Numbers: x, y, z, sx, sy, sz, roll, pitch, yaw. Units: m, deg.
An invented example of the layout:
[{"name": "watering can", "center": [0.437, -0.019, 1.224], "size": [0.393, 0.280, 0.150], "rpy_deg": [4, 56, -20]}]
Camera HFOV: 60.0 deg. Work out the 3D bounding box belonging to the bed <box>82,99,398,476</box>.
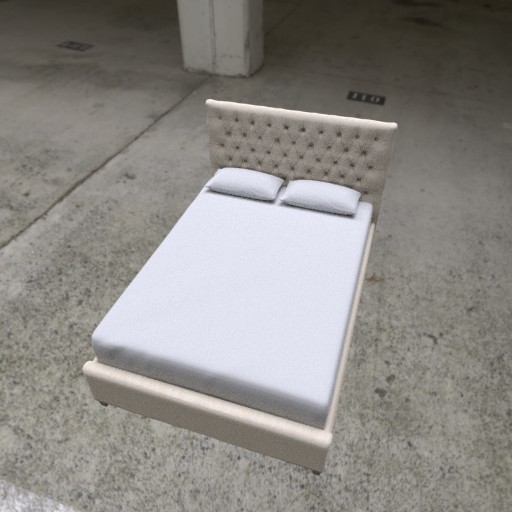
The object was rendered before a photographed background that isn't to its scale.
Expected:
[{"name": "bed", "center": [0.000, 0.000, 3.434], "size": [1.698, 1.427, 2.387], "rpy_deg": [12, 42, 14]}]
